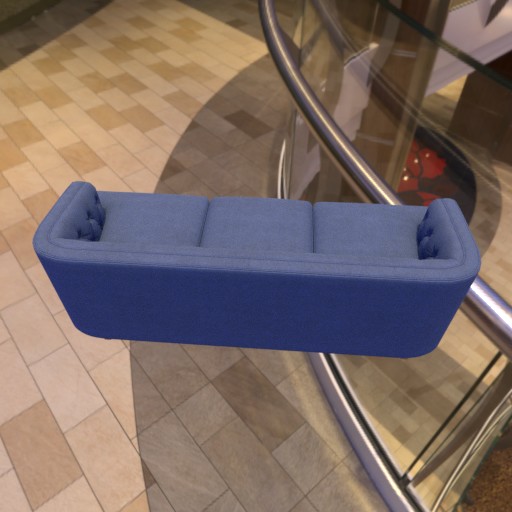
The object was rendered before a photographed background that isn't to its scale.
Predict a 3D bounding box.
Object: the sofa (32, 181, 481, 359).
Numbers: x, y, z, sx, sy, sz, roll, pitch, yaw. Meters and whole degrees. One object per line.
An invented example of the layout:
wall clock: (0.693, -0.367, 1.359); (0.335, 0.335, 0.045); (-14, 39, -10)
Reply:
sofa: (0.000, 0.000, 2.563); (2.235, 0.787, 0.914); (3, 47, 3)
